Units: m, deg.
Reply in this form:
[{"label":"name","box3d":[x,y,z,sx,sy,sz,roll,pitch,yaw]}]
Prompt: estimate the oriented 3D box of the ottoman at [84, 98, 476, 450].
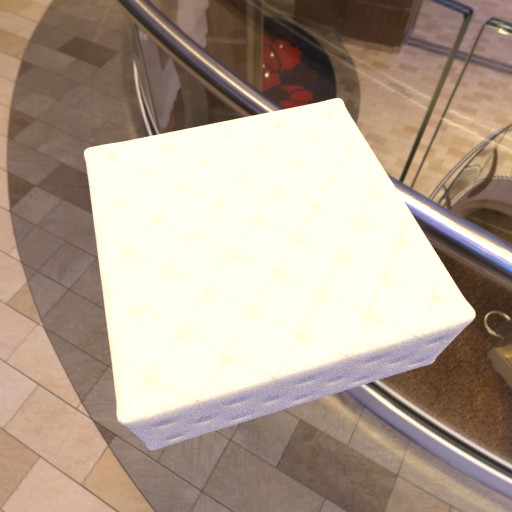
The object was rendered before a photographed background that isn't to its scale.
[{"label":"ottoman","box3d":[0.000,0.000,1.615,1.028,0.439,1.028,-14,58,-9]}]
